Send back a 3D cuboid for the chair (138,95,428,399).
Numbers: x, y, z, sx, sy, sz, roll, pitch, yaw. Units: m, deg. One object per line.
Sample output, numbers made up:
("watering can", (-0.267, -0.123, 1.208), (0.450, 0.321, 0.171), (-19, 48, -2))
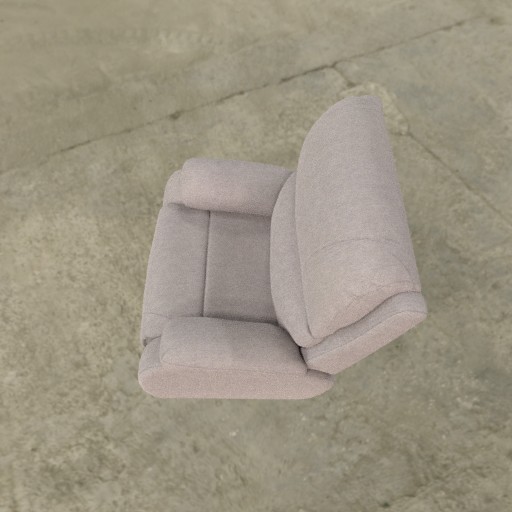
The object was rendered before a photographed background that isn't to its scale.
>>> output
("chair", (0.000, 0.000, 1.705), (0.899, 1.011, 0.930), (0, 58, 0))
